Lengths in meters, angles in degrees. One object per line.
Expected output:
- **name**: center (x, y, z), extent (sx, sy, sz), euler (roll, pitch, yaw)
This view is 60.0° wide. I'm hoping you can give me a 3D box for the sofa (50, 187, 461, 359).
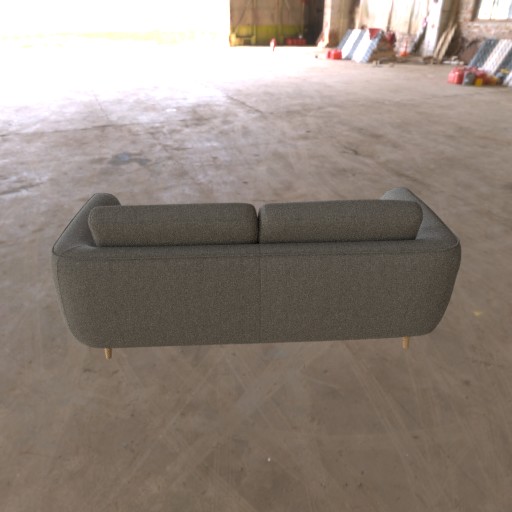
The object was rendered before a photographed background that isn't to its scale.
- **sofa**: center (0.000, 0.000, 2.490), extent (2.000, 0.870, 0.920), euler (-1, 29, -3)
